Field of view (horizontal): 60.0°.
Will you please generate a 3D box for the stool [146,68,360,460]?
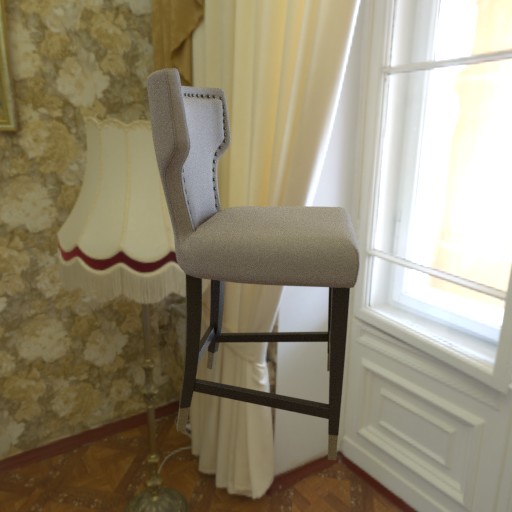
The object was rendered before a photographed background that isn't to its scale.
[{"bbox_3d":[0.000,0.000,1.317,0.563,0.982,0.527,2,16,8],"label":"stool"}]
